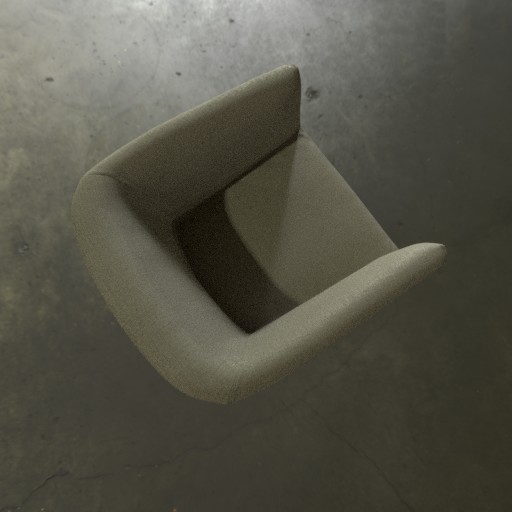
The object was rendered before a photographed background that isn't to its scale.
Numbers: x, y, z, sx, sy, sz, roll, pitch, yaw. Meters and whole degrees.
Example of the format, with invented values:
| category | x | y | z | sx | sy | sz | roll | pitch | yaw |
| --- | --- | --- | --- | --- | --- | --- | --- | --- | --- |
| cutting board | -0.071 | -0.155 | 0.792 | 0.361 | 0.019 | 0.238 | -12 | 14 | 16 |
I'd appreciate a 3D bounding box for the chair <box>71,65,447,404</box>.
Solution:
| category | x | y | z | sx | sy | sz | roll | pitch | yaw |
| --- | --- | --- | --- | --- | --- | --- | --- | --- | --- |
| chair | 0.000 | 0.000 | 1.233 | 0.668 | 0.771 | 0.600 | -34 | 79 | -8 |
